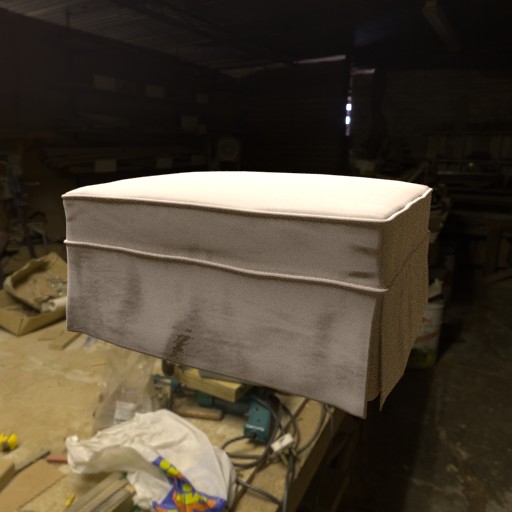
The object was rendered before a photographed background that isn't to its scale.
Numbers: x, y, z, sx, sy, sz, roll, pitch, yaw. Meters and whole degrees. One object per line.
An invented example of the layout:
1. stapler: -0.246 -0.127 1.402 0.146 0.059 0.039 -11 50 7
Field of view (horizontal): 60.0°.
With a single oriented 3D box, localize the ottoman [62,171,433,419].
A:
1. ottoman: 0.000 0.000 1.332 0.944 0.479 0.703 8 17 27
